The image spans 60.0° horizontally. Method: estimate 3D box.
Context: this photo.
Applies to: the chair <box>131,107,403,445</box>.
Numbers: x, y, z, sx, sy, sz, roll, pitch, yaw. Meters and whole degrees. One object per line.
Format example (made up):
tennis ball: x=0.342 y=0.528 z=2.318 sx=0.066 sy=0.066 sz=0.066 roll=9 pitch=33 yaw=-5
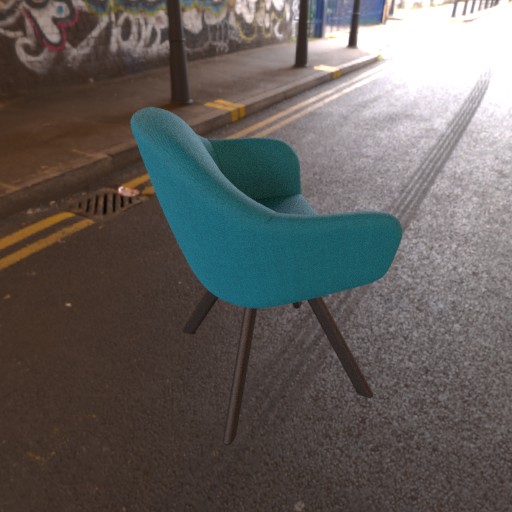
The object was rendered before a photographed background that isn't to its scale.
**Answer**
chair: x=0.000 y=0.000 z=1.192 sx=0.550 sy=0.795 sz=0.590 roll=-11 pitch=33 yaw=-18
